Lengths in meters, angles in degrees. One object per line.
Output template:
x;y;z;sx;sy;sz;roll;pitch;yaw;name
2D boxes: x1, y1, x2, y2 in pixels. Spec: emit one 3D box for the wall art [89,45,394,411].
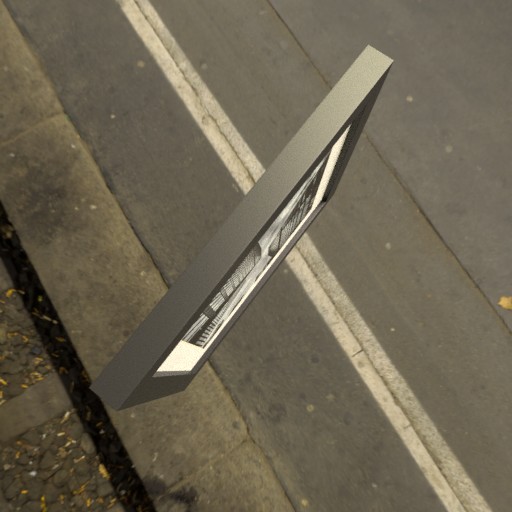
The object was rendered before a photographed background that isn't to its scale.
0.000;0.000;0.525;0.028;0.321;0.381;36;79;9;wall art
